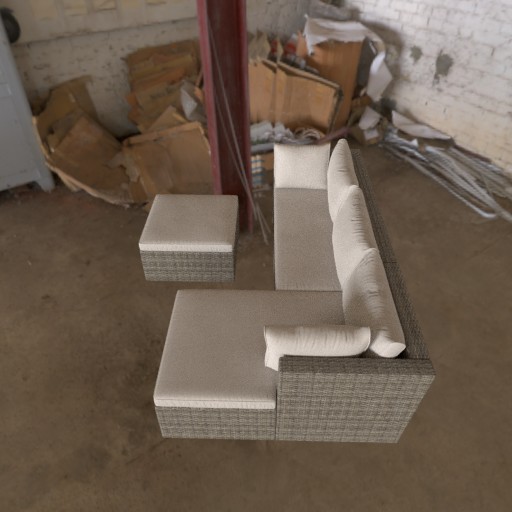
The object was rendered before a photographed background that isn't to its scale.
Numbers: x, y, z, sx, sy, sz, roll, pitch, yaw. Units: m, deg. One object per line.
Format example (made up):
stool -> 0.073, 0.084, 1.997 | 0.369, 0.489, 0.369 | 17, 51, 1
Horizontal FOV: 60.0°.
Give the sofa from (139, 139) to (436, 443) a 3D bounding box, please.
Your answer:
sofa -> 0.000, 0.000, 2.978 | 1.662, 0.766, 2.192 | 1, 40, 1
